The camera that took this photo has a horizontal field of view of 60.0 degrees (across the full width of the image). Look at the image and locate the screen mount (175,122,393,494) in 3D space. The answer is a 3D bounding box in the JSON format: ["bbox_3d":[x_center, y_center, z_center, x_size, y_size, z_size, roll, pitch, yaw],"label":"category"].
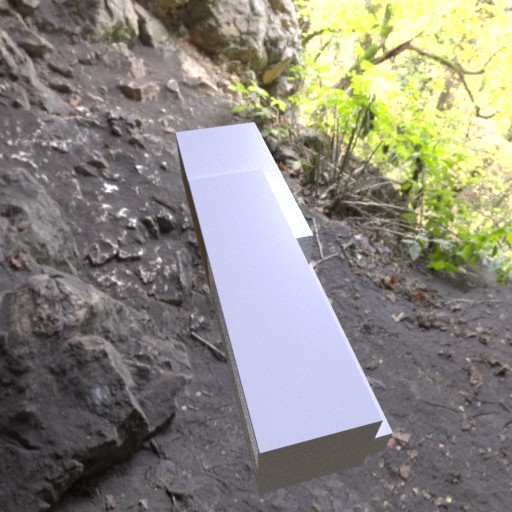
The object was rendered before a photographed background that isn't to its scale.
[{"bbox_3d":[0.000,0.000,1.846,0.420,0.320,1.680,-10,46,-10],"label":"screen mount"}]
